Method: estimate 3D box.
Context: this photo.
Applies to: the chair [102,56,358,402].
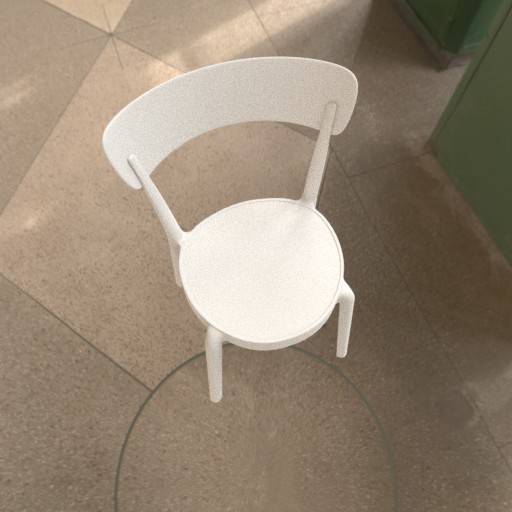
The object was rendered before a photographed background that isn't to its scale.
[{"bbox_3d":[0.000,0.000,1.126,0.506,0.790,0.491,-17,65,-8],"label":"chair"}]
